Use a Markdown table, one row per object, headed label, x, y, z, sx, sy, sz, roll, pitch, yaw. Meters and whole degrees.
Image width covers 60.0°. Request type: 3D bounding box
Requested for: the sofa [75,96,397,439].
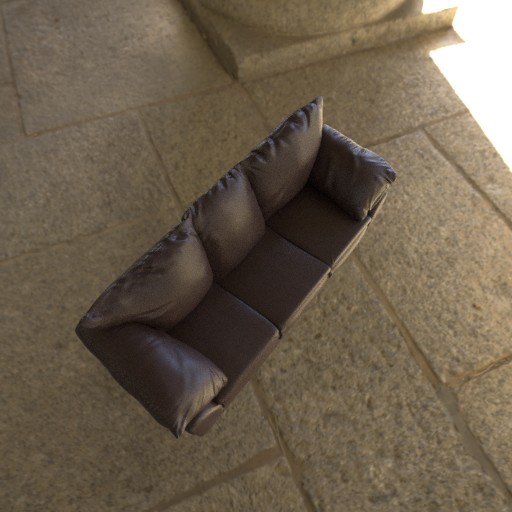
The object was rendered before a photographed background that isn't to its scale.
| label | x | y | z | sx | sy | sz | roll | pitch | yaw |
| --- | --- | --- | --- | --- | --- | --- | --- | --- | --- |
| sofa | 0.000 | 0.000 | 3.022 | 0.907 | 1.091 | 2.390 | 33 | 63 | 20 |
